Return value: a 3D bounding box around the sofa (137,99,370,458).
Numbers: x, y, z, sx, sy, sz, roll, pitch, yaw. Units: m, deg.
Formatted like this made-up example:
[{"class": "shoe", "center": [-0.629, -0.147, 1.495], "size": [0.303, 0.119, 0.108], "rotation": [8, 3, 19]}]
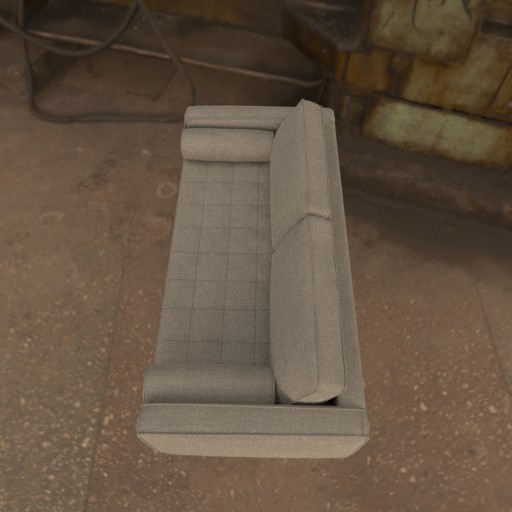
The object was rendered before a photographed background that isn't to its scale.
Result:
[{"class": "sofa", "center": [0.000, 0.000, 2.311], "size": [0.914, 0.762, 1.879], "rotation": [1, 58, 1]}]
